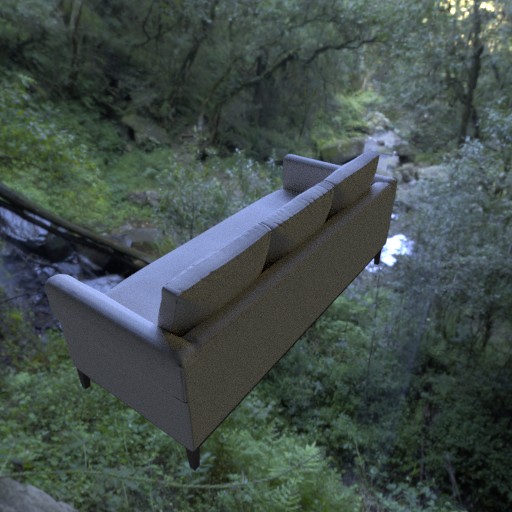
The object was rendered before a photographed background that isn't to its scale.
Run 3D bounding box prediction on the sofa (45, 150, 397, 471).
[{"bbox_3d":[0.000,0.000,2.710,0.902,0.911,2.198,21,38,30],"label":"sofa"}]
